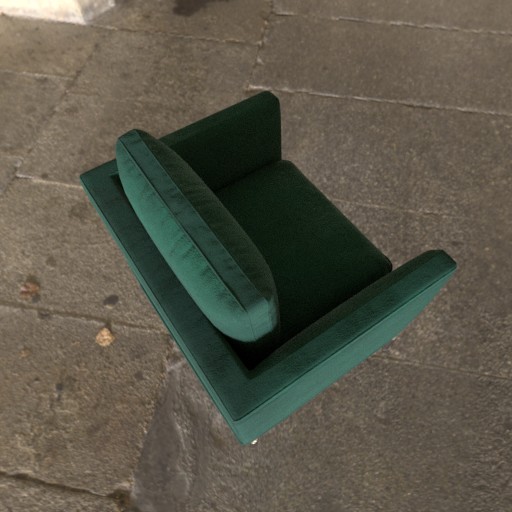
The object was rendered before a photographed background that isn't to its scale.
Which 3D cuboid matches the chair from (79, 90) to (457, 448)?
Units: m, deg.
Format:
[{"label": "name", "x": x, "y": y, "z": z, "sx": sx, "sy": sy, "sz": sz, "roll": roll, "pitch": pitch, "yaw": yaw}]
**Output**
[{"label": "chair", "x": 0.000, "y": 0.000, "z": 1.696, "sx": 0.852, "sy": 0.997, "sz": 1.047, "roll": -30, "pitch": 63, "yaw": -18}]
